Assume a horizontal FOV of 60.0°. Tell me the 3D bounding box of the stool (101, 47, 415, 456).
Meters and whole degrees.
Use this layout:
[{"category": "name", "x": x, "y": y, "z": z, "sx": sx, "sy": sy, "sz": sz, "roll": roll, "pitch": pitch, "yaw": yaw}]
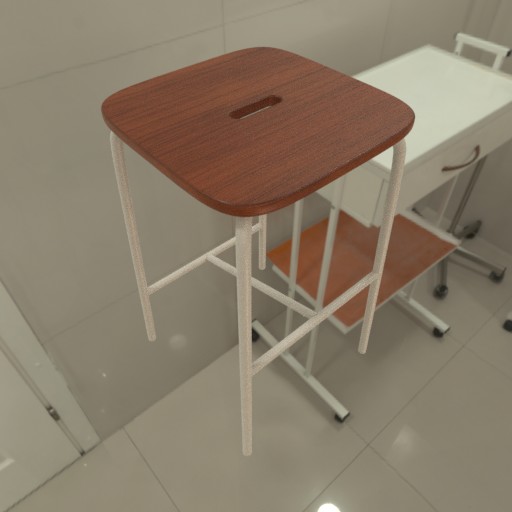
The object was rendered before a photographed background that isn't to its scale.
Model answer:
[{"category": "stool", "x": 0.000, "y": 0.000, "z": 0.849, "sx": 0.376, "sy": 0.610, "sz": 0.376, "roll": -32, "pitch": 54, "yaw": -27}]
